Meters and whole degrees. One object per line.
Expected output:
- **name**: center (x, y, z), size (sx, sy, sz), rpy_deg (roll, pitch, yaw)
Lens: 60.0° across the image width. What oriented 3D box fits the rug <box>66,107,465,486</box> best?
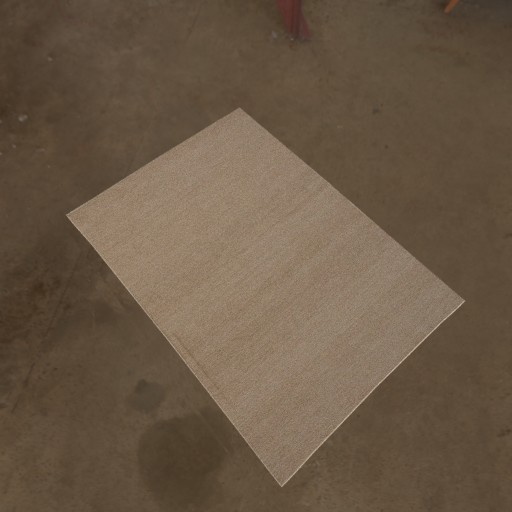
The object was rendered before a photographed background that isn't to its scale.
- **rug**: center (0.000, 0.000, 3.780), size (2.032, 0.038, 2.869), rpy_deg (-37, 68, -18)
